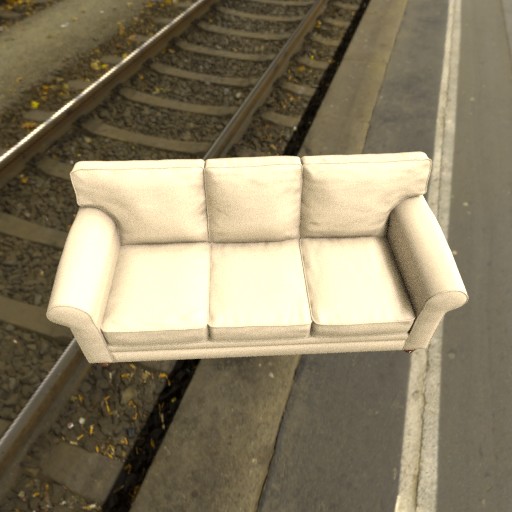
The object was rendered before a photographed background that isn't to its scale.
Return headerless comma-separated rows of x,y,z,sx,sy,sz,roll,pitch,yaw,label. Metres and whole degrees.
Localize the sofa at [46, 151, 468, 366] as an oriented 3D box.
0.000,0.000,2.605,2.118,0.889,0.998,-2,47,-2,sofa
